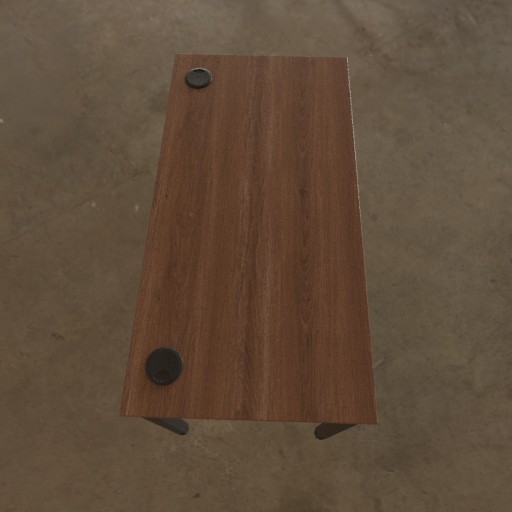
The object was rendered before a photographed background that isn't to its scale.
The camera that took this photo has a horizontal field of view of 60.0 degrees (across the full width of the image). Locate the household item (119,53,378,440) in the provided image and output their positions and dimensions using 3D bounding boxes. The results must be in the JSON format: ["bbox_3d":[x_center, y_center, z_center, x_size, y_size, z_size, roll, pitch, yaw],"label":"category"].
[{"bbox_3d":[0.000,0.000,1.619,0.600,0.750,1.200,2,64,1],"label":"household item"}]
